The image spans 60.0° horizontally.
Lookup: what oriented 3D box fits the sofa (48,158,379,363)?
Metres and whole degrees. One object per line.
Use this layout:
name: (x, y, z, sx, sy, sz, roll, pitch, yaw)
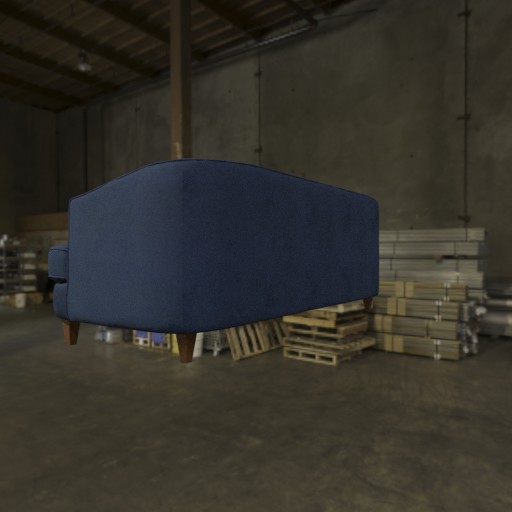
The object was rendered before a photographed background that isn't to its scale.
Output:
sofa: (0.000, 0.000, 2.809, 0.941, 0.855, 2.278, 0, 1, 36)
